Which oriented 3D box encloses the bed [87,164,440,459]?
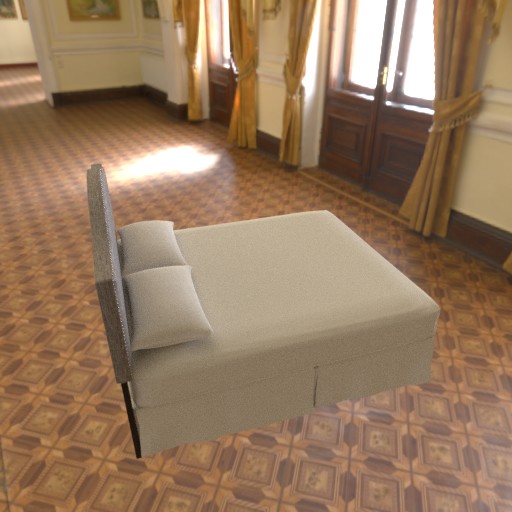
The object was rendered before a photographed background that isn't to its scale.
[{"bbox_3d":[0.000,0.000,2.892,1.870,1.295,1.610,-9,31,-16],"label":"bed"}]
